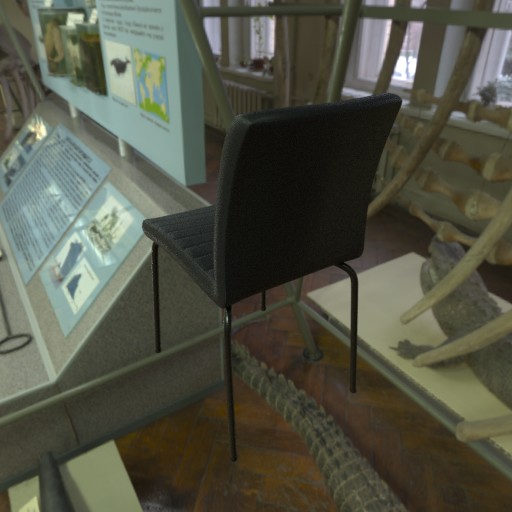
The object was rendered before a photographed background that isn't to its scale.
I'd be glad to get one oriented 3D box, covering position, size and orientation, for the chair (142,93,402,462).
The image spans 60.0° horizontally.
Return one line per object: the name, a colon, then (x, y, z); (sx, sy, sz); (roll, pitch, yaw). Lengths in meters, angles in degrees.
chair: (0.000, 0.000, 1.182); (0.450, 0.872, 0.572); (-18, 34, -28)
